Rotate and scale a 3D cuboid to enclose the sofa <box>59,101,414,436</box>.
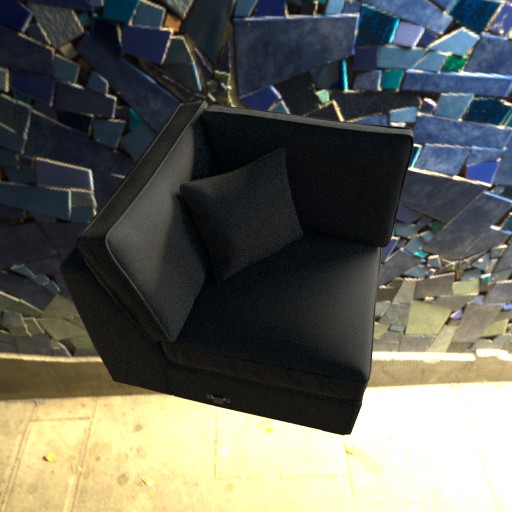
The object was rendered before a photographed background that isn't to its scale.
[{"bbox_3d":[0.000,0.000,1.969,1.146,1.002,1.084,9,46,9],"label":"sofa"}]
